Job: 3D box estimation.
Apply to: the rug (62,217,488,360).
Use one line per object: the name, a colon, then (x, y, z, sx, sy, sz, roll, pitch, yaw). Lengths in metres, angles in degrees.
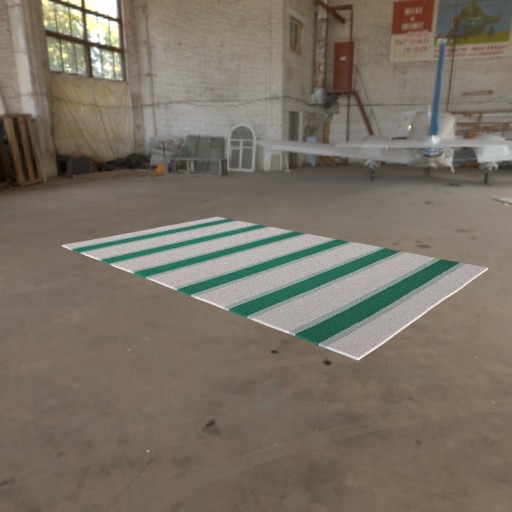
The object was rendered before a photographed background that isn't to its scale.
rug: (0.000, 0.000, 2.945, 2.436, 0.015, 1.521, 14, 21, 41)
